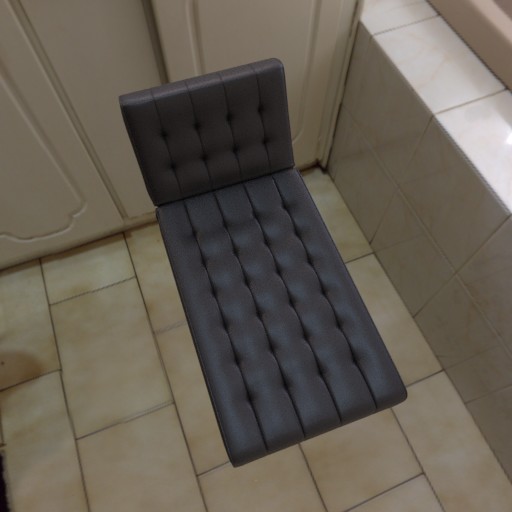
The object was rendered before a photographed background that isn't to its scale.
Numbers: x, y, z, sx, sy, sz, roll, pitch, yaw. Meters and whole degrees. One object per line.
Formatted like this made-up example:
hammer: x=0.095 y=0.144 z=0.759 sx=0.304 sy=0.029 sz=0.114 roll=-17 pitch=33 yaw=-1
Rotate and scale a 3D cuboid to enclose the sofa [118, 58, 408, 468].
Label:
sofa: x=0.000 y=0.000 z=1.987 sx=0.760 sy=0.820 sz=1.560 roll=-18 pitch=65 yaw=-9
